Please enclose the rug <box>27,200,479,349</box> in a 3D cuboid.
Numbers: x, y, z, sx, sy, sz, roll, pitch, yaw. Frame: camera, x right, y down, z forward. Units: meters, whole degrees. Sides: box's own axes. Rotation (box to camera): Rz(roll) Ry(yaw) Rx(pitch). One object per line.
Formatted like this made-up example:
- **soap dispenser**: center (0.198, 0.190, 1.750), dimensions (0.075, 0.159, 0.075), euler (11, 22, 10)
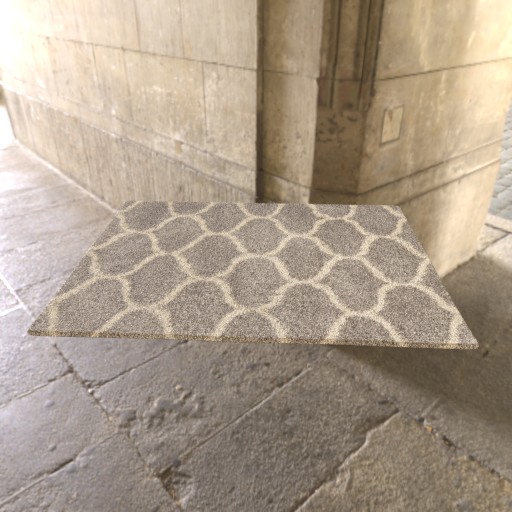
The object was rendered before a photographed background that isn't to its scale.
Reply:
- **rug**: center (0.000, 0.000, 2.077), dimensions (1.600, 0.025, 1.200), euler (1, 30, 2)
